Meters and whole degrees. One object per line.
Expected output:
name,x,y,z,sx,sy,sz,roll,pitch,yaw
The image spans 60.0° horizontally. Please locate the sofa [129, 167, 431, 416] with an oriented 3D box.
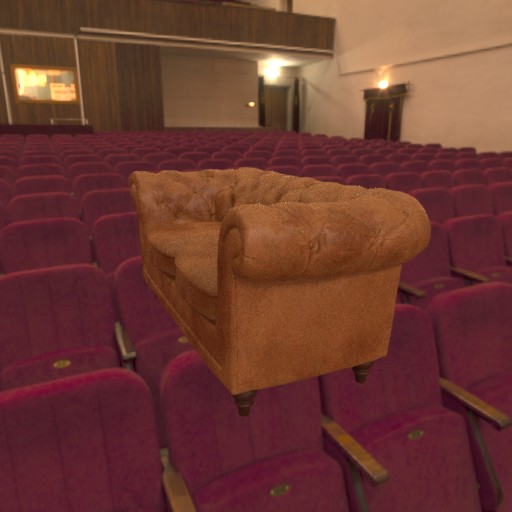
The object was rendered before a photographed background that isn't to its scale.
sofa,0.000,0.000,2.507,1.042,0.877,1.979,-7,17,-24
